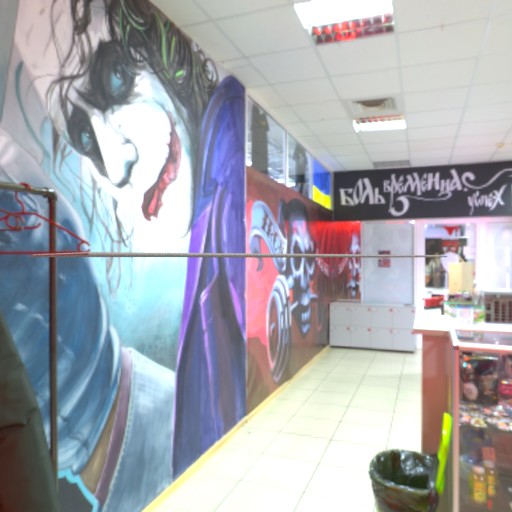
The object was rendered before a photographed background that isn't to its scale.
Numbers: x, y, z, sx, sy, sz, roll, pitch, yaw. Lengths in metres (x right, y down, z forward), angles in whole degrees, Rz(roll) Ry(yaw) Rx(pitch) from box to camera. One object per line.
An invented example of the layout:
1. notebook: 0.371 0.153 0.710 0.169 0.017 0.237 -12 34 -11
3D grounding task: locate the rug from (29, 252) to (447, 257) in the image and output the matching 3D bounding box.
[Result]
1. rug: 0.000 0.000 1.425 1.219 0.007 0.604 0 0 -36
